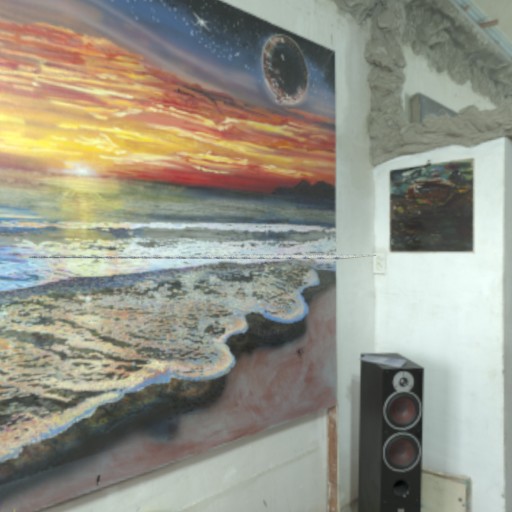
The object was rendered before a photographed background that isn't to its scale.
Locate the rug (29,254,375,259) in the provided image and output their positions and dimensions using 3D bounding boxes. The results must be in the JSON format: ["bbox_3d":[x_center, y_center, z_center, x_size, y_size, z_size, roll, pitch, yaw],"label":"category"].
[{"bbox_3d":[0.000,0.000,2.582,1.248,0.009,2.108,0,0,18],"label":"rug"}]
